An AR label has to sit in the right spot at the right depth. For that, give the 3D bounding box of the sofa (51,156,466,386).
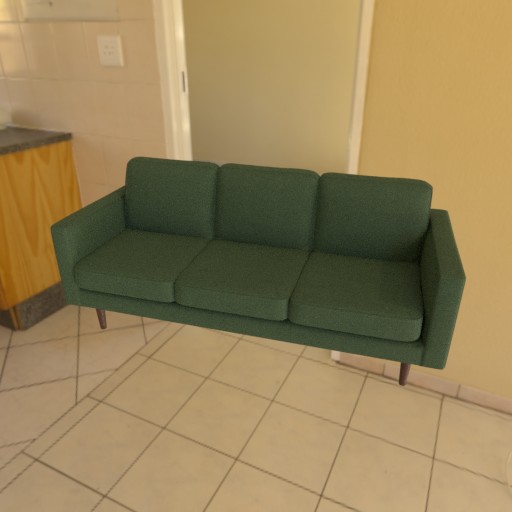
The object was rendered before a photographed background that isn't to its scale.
[{"bbox_3d":[0.000,0.000,2.506,2.029,0.899,0.879,7,27,15],"label":"sofa"}]
